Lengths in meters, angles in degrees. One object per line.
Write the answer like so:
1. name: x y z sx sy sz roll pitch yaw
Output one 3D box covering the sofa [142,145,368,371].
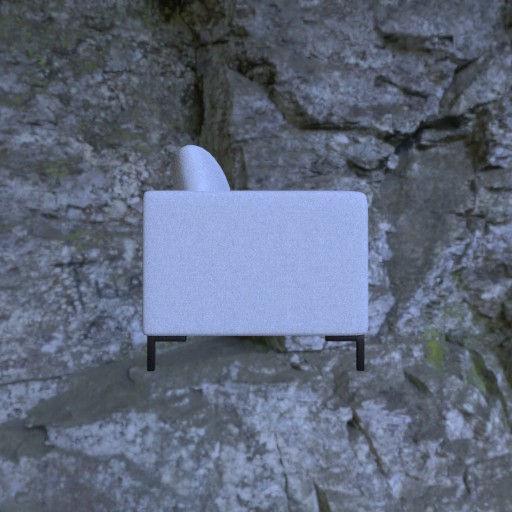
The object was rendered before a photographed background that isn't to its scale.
1. sofa: 0.000 0.000 2.731 0.859 0.874 2.218 0 -1 0
